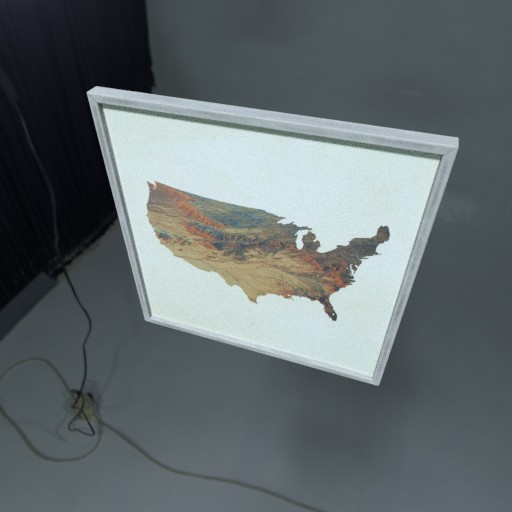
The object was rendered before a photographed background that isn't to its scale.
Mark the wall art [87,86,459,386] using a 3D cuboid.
[{"bbox_3d":[0.000,0.000,0.450,0.303,0.303,0.015,13,43,14],"label":"wall art"}]
